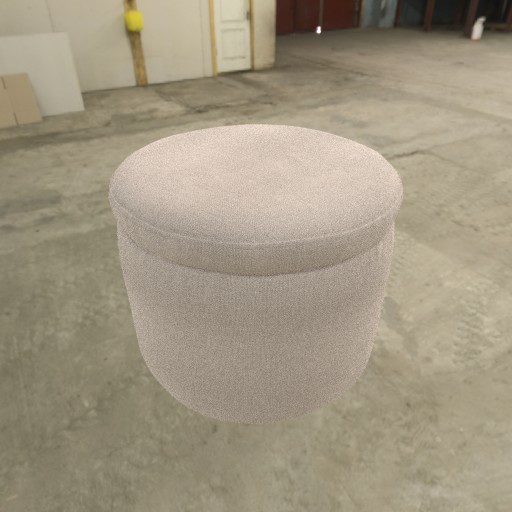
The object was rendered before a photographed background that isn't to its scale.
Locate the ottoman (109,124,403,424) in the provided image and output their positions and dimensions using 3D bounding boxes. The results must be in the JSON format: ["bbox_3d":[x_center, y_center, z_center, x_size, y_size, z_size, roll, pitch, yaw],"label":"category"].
[{"bbox_3d":[0.000,0.000,0.861,0.497,0.409,0.497,0,33,0],"label":"ottoman"}]
